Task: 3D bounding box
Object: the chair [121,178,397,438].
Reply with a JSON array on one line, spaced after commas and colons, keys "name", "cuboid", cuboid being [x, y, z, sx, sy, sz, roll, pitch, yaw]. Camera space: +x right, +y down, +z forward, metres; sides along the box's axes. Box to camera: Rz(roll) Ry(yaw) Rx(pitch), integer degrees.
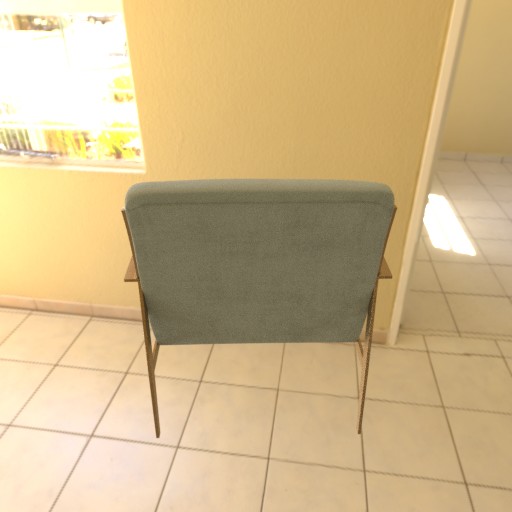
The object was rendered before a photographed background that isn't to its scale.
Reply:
[{"name": "chair", "cuboid": [0.000, 0.000, 1.511, 0.701, 0.824, 0.842, -1, 30, -1]}]
